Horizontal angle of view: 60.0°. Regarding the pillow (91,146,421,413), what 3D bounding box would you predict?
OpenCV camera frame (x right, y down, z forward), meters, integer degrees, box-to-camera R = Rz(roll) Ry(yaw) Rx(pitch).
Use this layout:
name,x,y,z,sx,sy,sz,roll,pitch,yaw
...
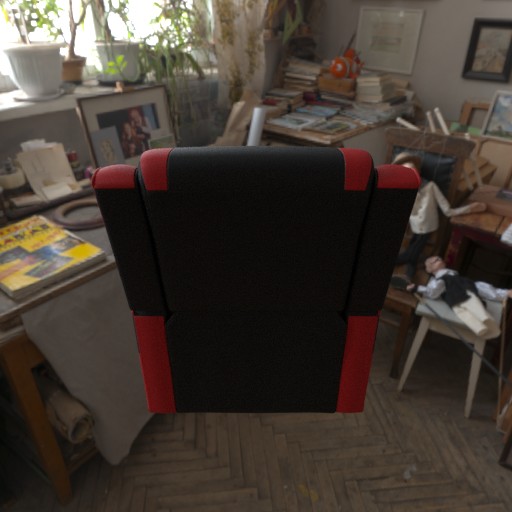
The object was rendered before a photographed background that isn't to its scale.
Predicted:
name,x,y,z,sx,sy,sz,roll,pitch,yaw
pillow,0.000,0.000,1.274,0.620,0.805,0.672,0,31,0
